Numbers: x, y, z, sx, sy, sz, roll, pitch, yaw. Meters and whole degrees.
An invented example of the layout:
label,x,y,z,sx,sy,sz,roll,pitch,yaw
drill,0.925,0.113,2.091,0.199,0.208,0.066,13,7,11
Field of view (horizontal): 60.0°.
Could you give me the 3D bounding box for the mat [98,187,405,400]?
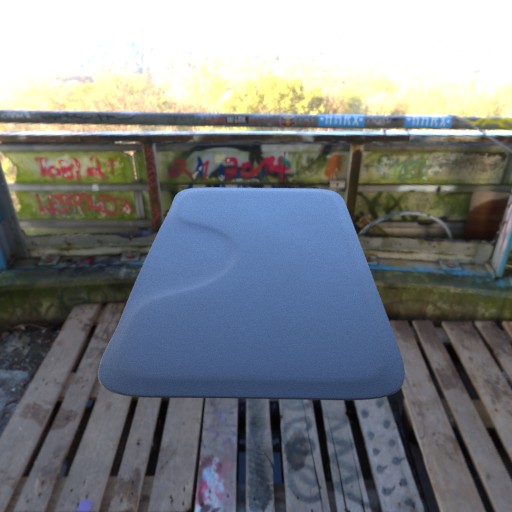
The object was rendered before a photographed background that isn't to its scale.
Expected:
label,x,y,z,sx,sy,sz,roll,pitch,yaw
mat,0.000,0.000,1.866,0.918,0.013,1.524,1,31,1
